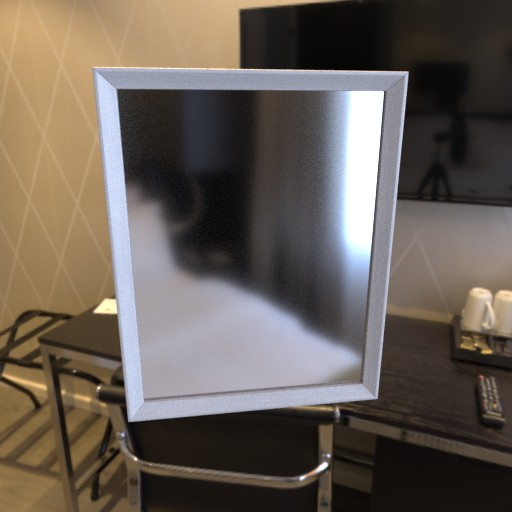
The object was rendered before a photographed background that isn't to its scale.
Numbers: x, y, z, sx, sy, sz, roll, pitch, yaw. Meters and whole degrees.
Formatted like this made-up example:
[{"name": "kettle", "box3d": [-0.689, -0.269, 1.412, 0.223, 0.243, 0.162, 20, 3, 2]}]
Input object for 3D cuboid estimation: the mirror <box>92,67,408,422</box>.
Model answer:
[{"name": "mirror", "box3d": [0.000, 0.000, 0.658, 0.406, 0.509, 0.041, -3, 18, -8]}]
